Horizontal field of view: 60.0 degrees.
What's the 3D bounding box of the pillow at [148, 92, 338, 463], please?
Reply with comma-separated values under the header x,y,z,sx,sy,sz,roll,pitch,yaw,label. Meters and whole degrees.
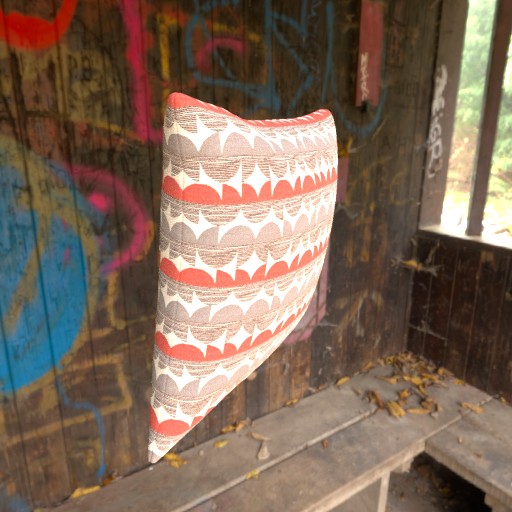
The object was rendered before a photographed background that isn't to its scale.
x,y,z,sx,sy,sz,roll,pitch,yaw,label
0.000,0.000,0.629,0.180,0.410,0.420,8,18,26,pillow
